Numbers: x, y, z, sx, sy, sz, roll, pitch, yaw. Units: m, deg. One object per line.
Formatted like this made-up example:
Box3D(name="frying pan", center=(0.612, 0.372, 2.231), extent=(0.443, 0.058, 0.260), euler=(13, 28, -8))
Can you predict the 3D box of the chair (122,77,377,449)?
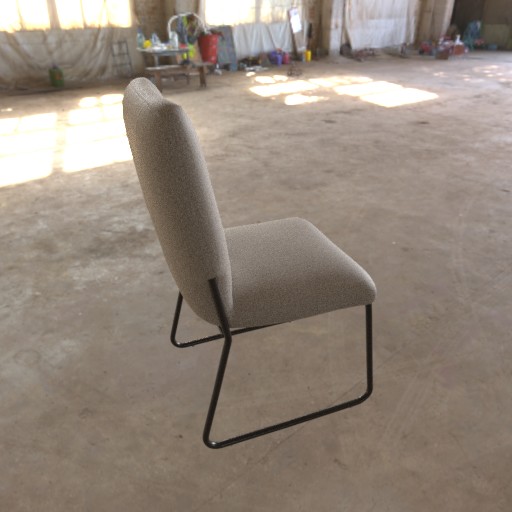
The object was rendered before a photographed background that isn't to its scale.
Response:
Box3D(name="chair", center=(0.000, 0.000, 1.170), extent=(0.560, 0.864, 0.448), euler=(-11, 31, -18))
